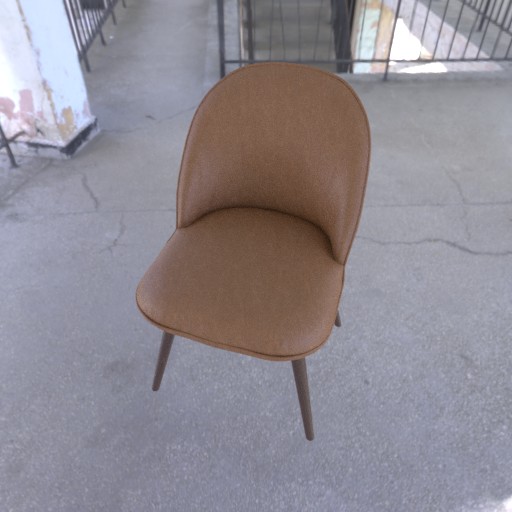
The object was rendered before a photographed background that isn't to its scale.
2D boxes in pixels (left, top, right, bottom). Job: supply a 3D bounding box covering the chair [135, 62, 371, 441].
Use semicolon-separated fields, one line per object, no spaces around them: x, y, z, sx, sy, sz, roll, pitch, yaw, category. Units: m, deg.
0.000;0.000;1.227;0.521;0.831;0.631;13;45;13;chair
